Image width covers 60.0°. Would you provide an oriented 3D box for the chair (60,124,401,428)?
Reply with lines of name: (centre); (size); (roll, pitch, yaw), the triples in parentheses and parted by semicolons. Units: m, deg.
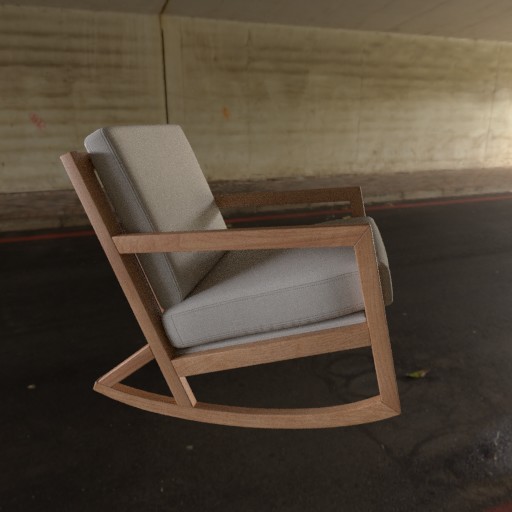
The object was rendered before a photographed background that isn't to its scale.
chair: (0.000, 0.000, 1.391); (0.857, 0.790, 0.622); (3, 17, 10)
